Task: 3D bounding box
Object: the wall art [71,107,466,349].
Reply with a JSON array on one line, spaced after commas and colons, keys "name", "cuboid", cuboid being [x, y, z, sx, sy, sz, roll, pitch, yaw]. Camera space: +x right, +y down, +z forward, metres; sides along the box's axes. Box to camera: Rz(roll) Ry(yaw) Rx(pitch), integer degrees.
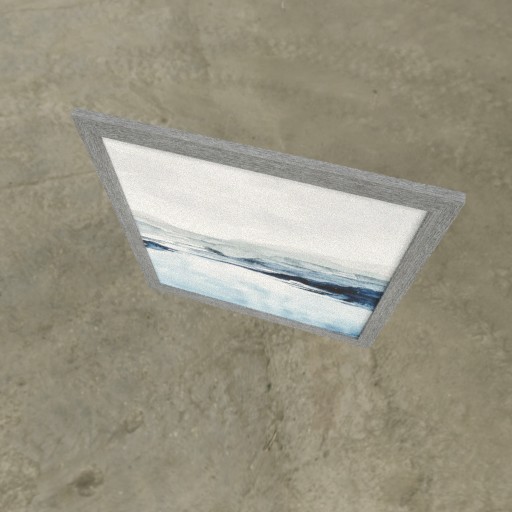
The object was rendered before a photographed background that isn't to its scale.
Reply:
[{"name": "wall art", "cuboid": [0.000, 0.000, 1.038, 0.685, 0.685, 0.020, 14, 60, 8]}]
